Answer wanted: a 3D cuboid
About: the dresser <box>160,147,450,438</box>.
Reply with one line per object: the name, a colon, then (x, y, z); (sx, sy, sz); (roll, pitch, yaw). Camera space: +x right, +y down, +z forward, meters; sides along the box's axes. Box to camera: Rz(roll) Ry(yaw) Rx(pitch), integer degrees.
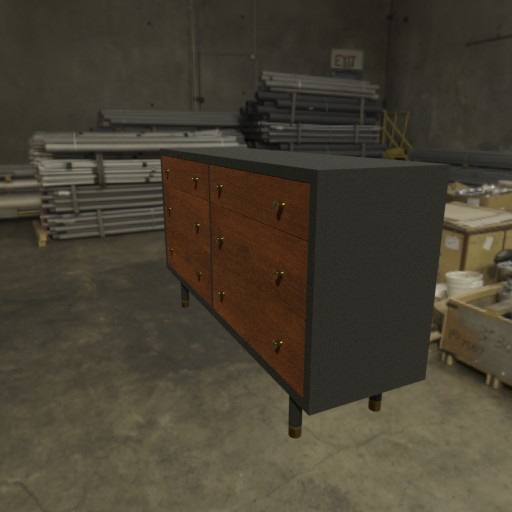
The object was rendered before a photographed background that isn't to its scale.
dresser: (0.000, 0.000, 1.940); (0.463, 0.872, 1.558); (-7, 17, -25)
